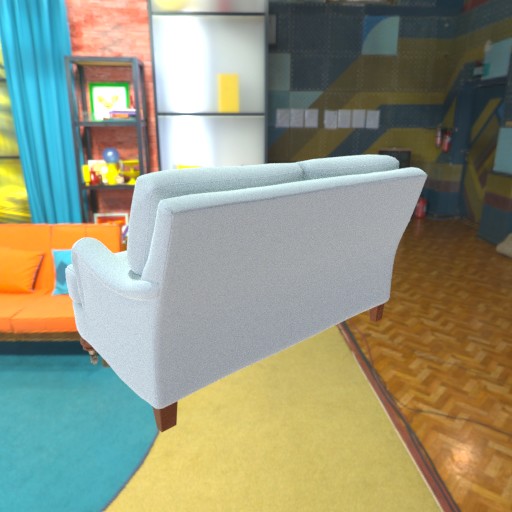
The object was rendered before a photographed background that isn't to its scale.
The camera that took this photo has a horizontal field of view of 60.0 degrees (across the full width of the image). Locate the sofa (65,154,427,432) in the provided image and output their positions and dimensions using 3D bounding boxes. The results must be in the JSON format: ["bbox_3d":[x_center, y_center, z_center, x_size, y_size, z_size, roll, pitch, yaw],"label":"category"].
[{"bbox_3d":[0.000,0.000,2.537,1.853,1.101,1.084,-15,22,-41],"label":"sofa"}]
